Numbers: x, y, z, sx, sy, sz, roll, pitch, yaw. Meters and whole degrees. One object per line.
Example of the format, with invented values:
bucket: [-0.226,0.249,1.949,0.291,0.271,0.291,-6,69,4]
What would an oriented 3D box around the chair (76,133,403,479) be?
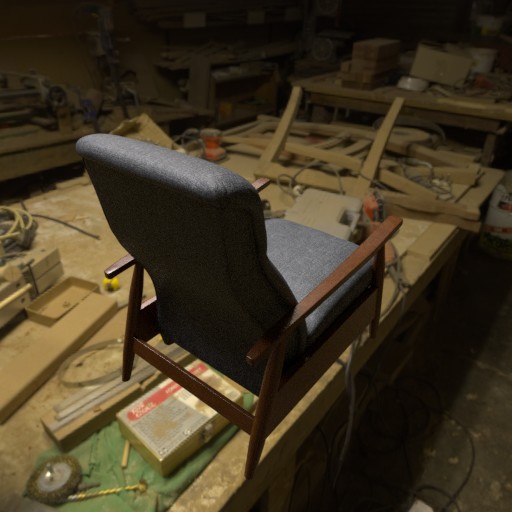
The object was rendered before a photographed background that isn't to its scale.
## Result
chair: [0.000,0.000,1.763,0.762,1.082,1.030,23,38,33]
